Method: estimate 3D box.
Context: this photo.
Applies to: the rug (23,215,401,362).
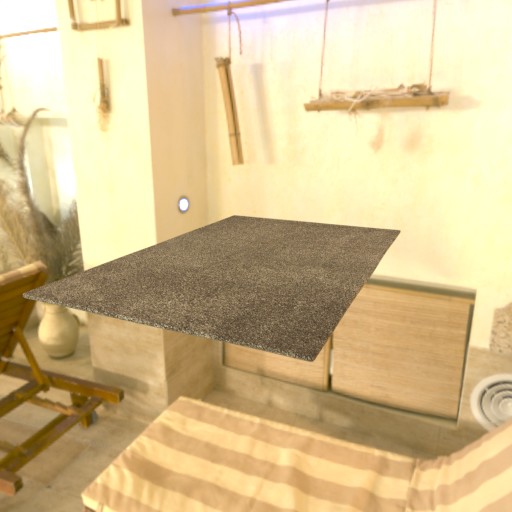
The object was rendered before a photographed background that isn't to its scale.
[{"bbox_3d":[0.000,0.000,3.433,1.802,0.026,2.699,7,18,24],"label":"rug"}]
